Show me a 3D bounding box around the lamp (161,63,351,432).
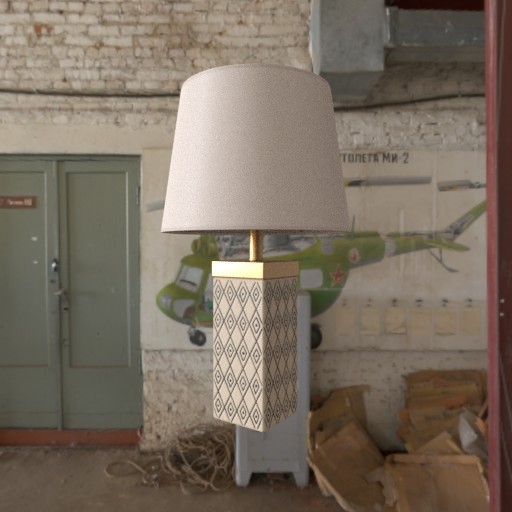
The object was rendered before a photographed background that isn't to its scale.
[{"bbox_3d":[0.000,0.000,0.599,0.251,0.435,0.251,0,1,0],"label":"lamp"}]
